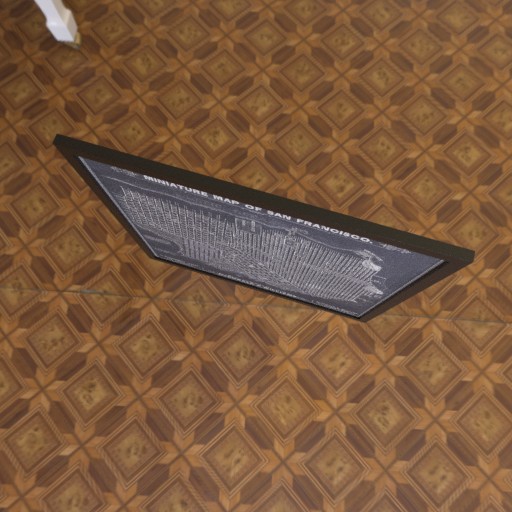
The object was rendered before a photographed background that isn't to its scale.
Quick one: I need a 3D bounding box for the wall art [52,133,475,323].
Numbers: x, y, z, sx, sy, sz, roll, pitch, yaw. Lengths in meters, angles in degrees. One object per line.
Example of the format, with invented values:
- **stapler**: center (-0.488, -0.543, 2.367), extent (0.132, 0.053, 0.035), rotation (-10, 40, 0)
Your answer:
- **wall art**: center (0.000, 0.000, 1.204), extent (0.807, 0.807, 0.022), rotation (16, 75, 5)
